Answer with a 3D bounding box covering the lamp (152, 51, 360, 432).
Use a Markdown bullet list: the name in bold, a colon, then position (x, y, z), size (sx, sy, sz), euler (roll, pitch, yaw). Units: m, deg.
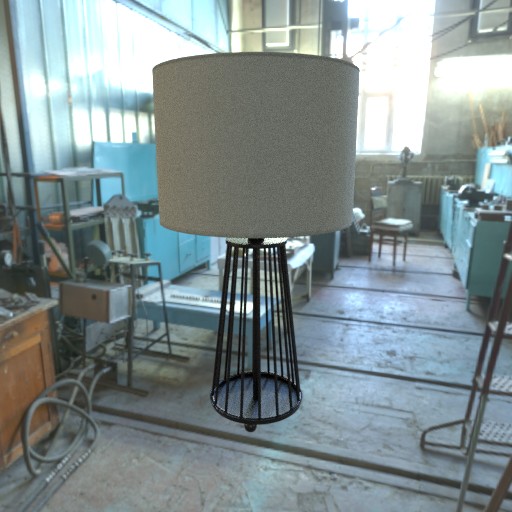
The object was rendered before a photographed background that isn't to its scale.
- **lamp**: position (0.000, 0.000, 0.770), size (0.322, 0.593, 0.322), euler (-7, 15, -26)
